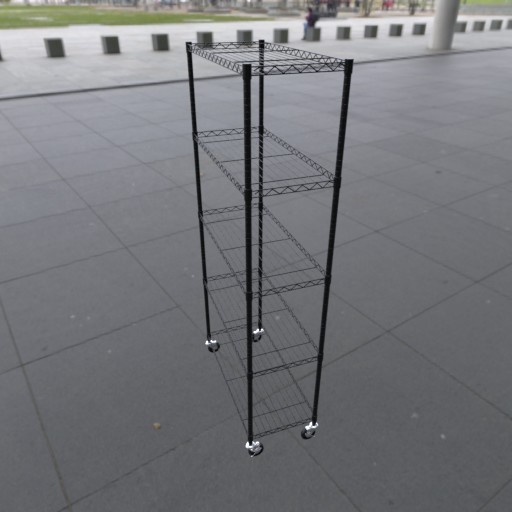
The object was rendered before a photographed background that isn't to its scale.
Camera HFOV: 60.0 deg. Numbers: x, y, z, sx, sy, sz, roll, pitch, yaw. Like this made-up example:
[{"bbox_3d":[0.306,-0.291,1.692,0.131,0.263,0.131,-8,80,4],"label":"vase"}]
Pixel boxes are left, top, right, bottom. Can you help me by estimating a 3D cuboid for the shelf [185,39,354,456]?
[{"bbox_3d":[0.000,0.000,1.933,0.356,1.645,0.762,-10,32,-17],"label":"shelf"}]
